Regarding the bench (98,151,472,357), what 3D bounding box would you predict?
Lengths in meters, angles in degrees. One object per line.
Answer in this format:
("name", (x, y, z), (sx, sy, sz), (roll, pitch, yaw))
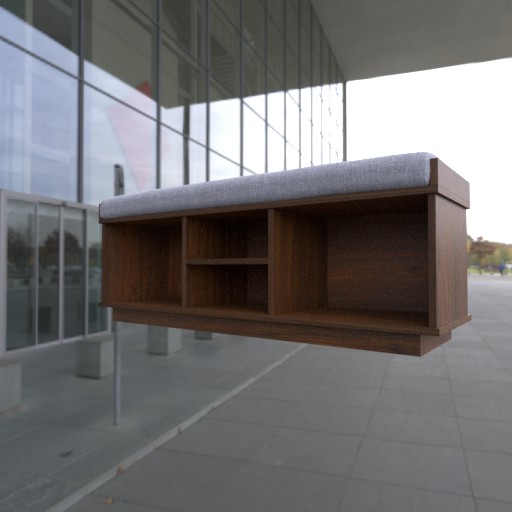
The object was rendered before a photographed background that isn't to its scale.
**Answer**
("bench", (0.000, 0.000, 1.424), (1.196, 0.468, 0.367), (-1, -2, 36))
